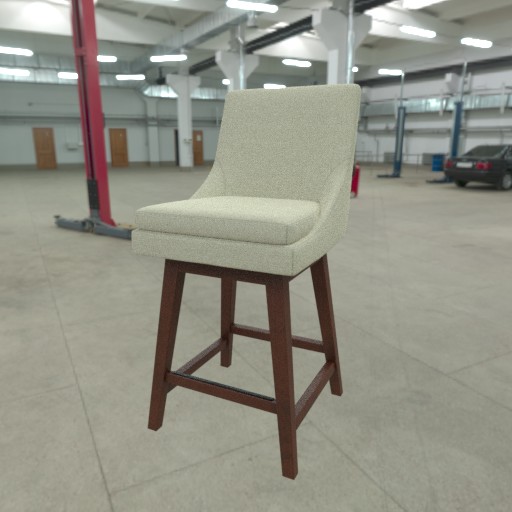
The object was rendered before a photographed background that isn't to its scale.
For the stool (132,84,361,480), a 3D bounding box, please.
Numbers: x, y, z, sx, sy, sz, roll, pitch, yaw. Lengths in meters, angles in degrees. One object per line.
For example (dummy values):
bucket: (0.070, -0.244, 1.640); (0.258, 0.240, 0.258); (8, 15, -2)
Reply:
stool: (0.000, 0.000, 1.312); (0.469, 0.991, 0.559); (7, 16, 26)
